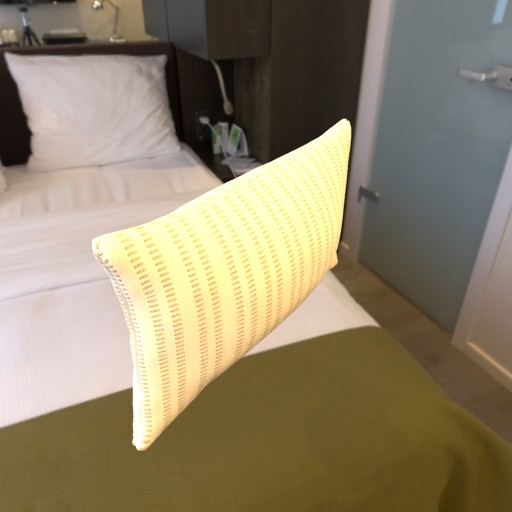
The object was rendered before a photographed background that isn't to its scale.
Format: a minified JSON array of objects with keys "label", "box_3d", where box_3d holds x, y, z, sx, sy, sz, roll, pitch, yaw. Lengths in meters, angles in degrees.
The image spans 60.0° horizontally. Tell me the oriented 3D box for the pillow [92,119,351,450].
[{"label":"pillow","box_3d":[0.000,0.000,0.788,0.210,0.353,0.640,20,37,29]}]
